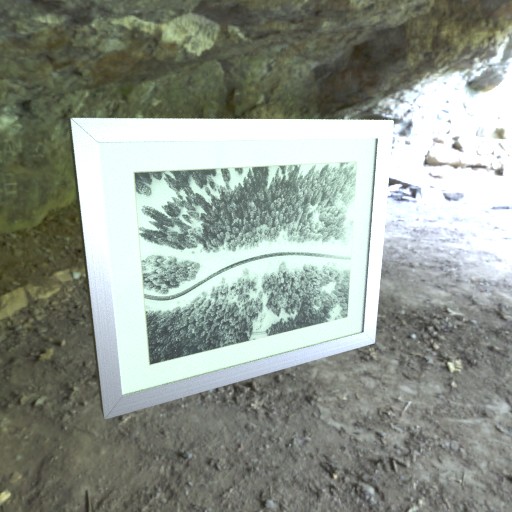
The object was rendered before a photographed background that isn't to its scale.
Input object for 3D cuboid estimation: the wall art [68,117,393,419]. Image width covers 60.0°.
[{"bbox_3d":[0.000,0.000,0.774,0.557,0.456,0.032,-8,18,-26],"label":"wall art"}]
